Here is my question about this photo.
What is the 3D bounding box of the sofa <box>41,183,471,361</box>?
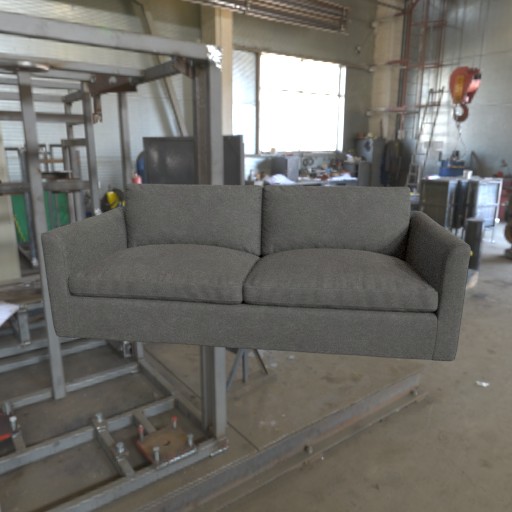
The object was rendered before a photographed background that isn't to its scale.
[{"bbox_3d":[0.000,0.000,2.831,2.257,0.838,1.092,2,14,8],"label":"sofa"}]
